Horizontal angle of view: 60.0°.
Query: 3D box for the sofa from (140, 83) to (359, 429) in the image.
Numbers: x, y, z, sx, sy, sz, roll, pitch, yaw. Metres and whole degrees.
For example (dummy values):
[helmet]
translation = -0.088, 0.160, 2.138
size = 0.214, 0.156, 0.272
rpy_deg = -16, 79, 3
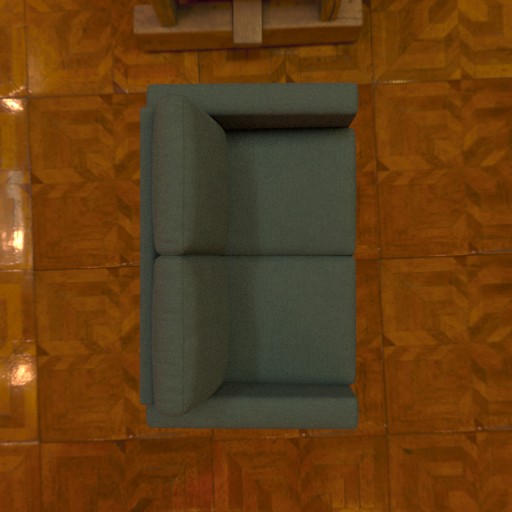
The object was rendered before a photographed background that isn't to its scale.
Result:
[sofa]
translation = 0.000, 0.000, 2.084
size = 0.955, 0.903, 1.489
rpy_deg = 0, 90, 1
